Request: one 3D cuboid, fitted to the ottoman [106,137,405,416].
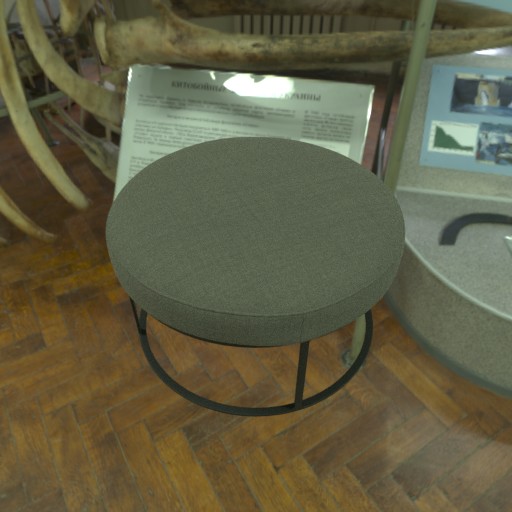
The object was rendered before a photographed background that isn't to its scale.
[{"bbox_3d":[0.000,0.000,1.265,0.772,0.460,0.772,0,40,0],"label":"ottoman"}]
